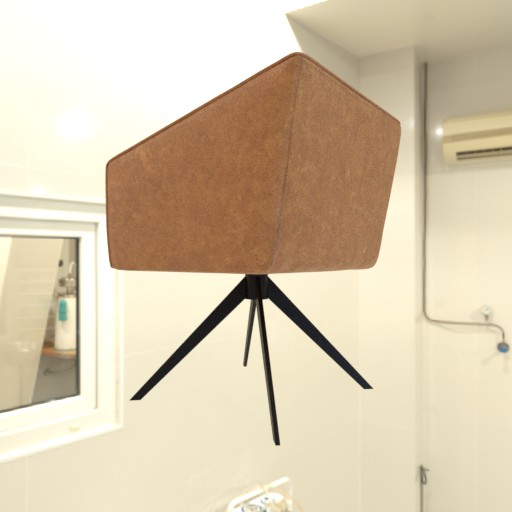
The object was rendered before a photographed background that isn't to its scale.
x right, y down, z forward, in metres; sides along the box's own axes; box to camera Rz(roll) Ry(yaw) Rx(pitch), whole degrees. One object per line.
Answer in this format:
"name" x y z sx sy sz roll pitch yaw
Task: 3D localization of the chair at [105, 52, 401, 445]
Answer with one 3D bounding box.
"chair" 0.000 0.000 1.225 0.625 0.760 0.588 0 0 37
